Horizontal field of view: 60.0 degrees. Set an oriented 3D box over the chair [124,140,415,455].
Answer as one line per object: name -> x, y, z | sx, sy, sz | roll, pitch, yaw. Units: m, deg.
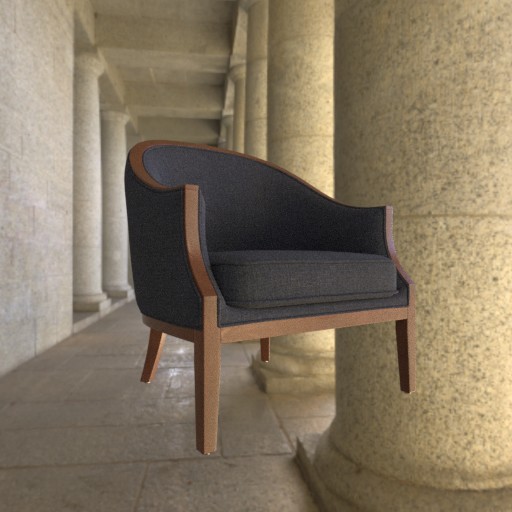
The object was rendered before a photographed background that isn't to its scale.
chair -> 0.000, 0.000, 1.458 | 0.803, 0.876, 0.735 | 0, 0, -36
